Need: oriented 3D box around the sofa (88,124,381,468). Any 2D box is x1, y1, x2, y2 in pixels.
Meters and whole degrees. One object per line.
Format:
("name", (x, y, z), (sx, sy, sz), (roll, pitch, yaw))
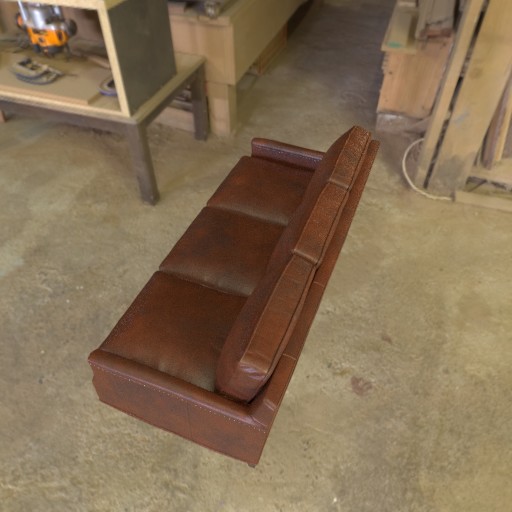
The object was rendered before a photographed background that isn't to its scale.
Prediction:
("sofa", (0.000, 0.000, 2.889), (1.084, 1.003, 2.240), (17, 49, 15))
